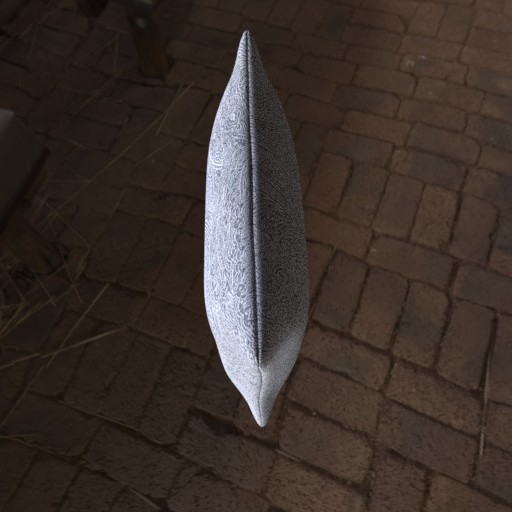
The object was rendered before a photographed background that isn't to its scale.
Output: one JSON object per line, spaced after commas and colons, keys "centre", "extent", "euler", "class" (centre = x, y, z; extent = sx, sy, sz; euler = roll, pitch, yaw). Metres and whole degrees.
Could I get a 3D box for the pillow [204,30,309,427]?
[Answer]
{"centre": [0.000, 0.000, 0.789], "extent": [0.166, 0.510, 0.523], "euler": [-2, 63, -1], "class": "pillow"}
